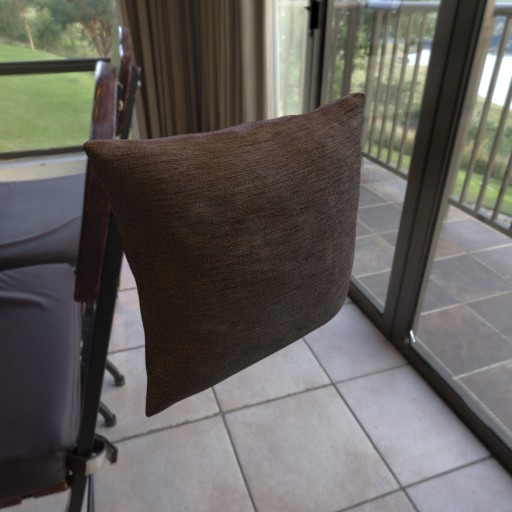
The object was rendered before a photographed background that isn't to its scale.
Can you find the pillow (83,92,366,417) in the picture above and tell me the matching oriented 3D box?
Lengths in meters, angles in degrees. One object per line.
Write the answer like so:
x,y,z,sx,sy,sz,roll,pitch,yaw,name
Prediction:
0.000,0.000,0.690,0.452,0.439,0.204,-22,38,-32,pillow
